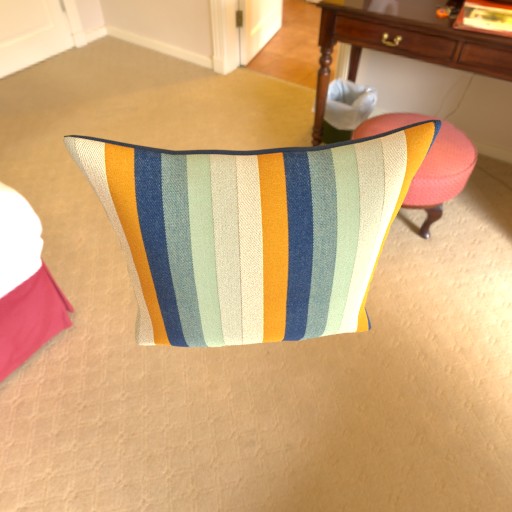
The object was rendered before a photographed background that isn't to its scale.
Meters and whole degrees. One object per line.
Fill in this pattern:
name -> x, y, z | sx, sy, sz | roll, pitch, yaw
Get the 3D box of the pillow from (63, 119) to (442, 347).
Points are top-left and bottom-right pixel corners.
pillow -> 0.000, 0.000, 0.703 | 0.463, 0.454, 0.173 | -3, 47, -3
